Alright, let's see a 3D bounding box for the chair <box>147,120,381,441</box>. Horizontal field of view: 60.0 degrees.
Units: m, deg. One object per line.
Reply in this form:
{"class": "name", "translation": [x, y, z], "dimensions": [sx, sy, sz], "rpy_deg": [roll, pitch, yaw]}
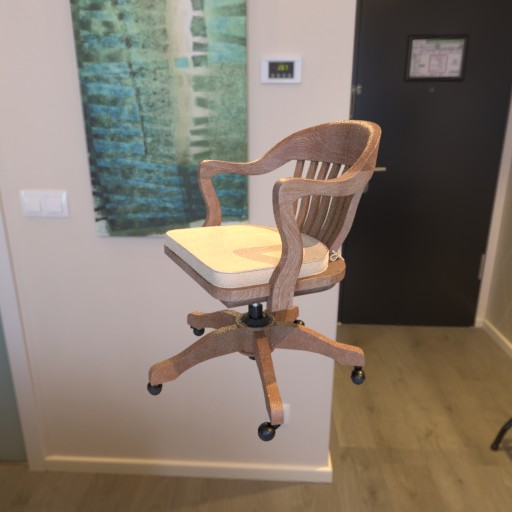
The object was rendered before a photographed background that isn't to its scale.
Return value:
{"class": "chair", "translation": [0.000, 0.000, 1.499], "dimensions": [0.788, 0.878, 0.750], "rpy_deg": [-9, 19, -26]}
